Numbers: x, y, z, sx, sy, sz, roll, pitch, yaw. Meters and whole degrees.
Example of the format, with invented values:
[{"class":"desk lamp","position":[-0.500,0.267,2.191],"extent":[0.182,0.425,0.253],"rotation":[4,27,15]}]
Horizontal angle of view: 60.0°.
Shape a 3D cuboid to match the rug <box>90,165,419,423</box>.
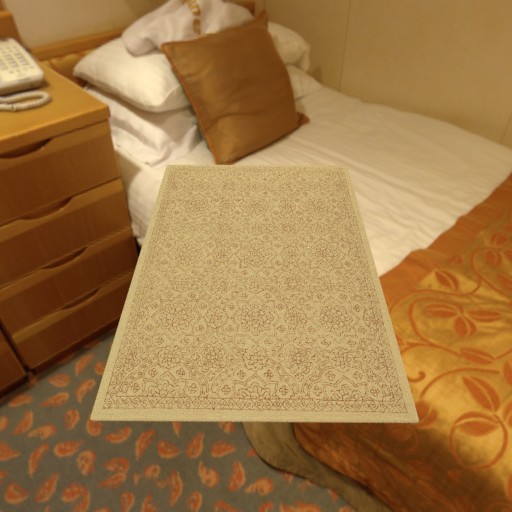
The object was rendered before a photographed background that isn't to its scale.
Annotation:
[{"class":"rug","position":[0.000,0.000,2.316],"extent":[1.219,0.010,1.829],"rotation":[0,42,0]}]
